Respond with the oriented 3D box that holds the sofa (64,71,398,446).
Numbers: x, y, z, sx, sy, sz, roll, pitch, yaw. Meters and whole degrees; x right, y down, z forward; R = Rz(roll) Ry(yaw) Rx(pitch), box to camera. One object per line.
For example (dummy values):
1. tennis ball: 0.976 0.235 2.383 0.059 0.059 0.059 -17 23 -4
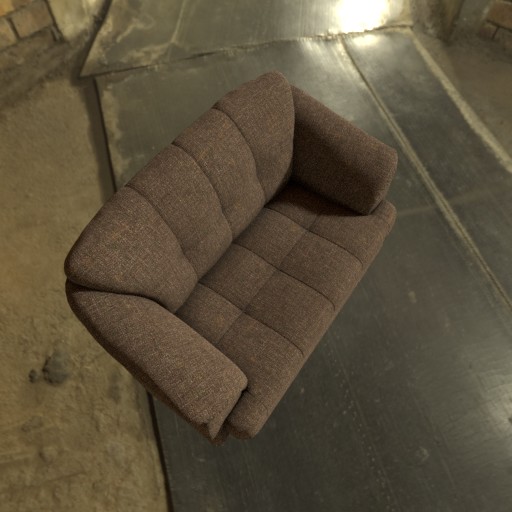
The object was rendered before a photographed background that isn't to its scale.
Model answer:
1. sofa: 0.000 0.000 1.897 0.799 0.895 1.404 31 64 17
